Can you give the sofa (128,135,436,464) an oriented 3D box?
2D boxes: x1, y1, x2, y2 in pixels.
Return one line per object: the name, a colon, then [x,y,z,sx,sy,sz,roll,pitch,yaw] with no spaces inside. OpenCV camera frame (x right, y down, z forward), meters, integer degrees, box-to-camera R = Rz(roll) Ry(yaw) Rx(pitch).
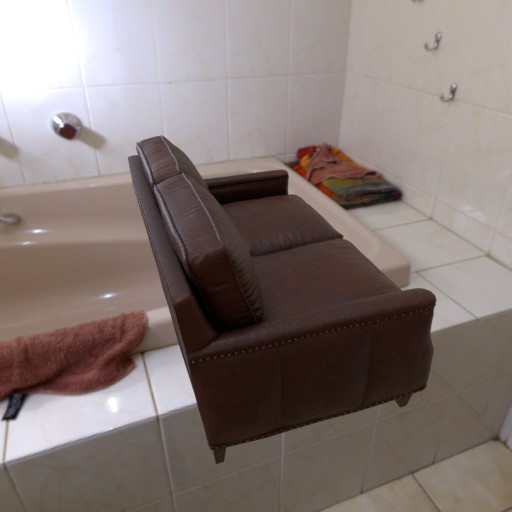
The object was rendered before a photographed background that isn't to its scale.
sofa: [0.000,0.000,2.285,1.083,1.003,1.628,-10,32,-16]
